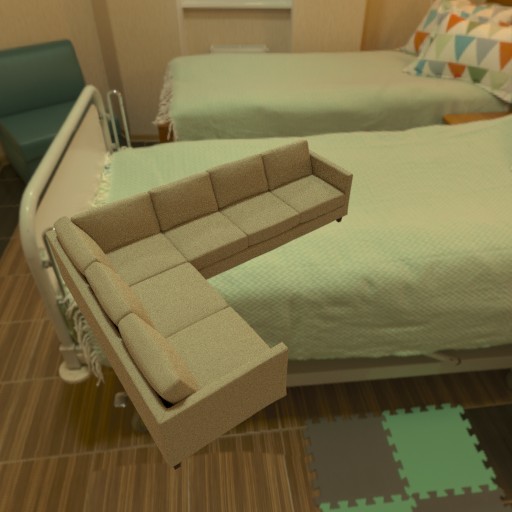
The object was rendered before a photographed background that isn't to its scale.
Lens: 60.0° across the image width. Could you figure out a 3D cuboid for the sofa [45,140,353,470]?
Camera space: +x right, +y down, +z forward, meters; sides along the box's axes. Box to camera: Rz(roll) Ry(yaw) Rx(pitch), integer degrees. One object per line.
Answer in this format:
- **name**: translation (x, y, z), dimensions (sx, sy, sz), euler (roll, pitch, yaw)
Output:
- **sofa**: translation (0.000, 0.000, 4.287), dimensions (3.182, 0.863, 2.432), euler (-25, 46, -27)
